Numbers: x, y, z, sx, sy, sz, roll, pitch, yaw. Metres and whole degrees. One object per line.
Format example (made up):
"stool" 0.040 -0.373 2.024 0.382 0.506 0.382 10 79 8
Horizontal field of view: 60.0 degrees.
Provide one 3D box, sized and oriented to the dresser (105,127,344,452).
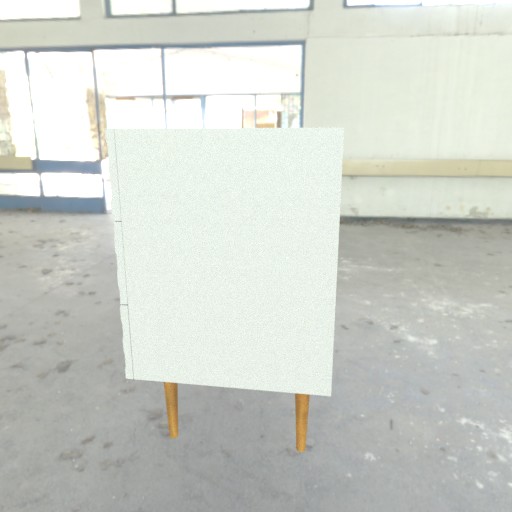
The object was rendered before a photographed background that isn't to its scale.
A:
"dresser" 0.000 0.000 1.336 0.457 0.721 0.905 2 15 9
